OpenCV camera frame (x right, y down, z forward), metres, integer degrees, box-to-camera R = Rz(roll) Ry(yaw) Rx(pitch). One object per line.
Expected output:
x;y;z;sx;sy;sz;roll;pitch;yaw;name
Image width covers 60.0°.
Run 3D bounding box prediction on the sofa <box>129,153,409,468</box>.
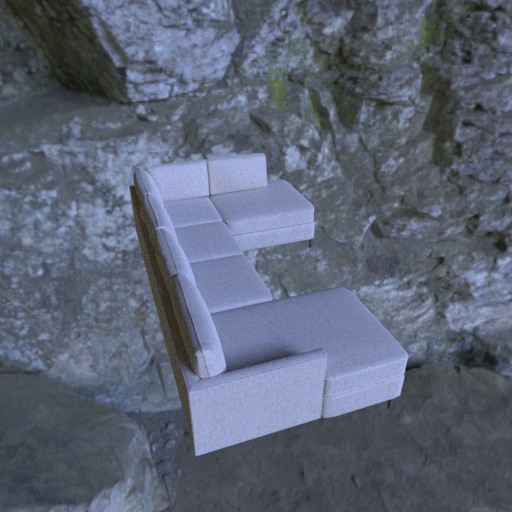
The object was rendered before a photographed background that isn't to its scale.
0.000;0.000;4.319;2.021;0.996;3.423;-10;33;-17;sofa
